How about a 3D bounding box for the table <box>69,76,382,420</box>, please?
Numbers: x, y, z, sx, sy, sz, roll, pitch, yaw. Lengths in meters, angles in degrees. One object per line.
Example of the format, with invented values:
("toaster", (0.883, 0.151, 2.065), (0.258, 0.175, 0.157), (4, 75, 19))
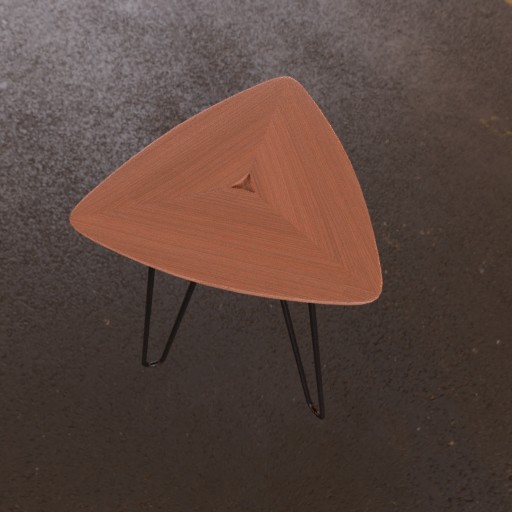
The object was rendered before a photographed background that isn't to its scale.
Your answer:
("table", (0.000, 0.000, 0.908), (0.442, 0.564, 0.455), (14, 59, 9))
